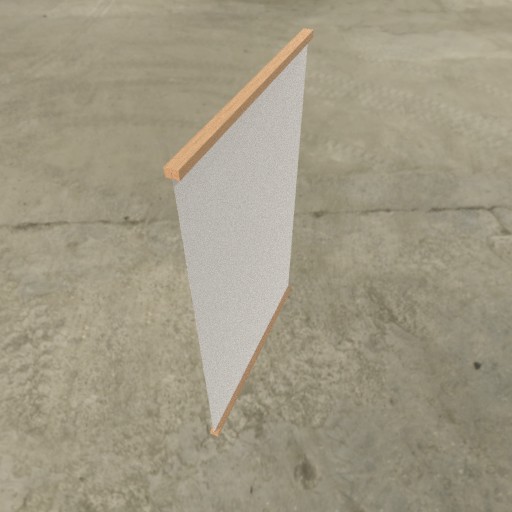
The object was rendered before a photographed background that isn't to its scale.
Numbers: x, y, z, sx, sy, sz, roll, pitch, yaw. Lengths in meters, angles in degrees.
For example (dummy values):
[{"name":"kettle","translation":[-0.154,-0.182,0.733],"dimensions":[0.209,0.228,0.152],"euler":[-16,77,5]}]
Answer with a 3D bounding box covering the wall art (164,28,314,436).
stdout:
[{"name":"wall art","translation":[0.000,0.000,0.764],"dimensions":[0.016,0.611,0.401],"euler":[17,48,16]}]
